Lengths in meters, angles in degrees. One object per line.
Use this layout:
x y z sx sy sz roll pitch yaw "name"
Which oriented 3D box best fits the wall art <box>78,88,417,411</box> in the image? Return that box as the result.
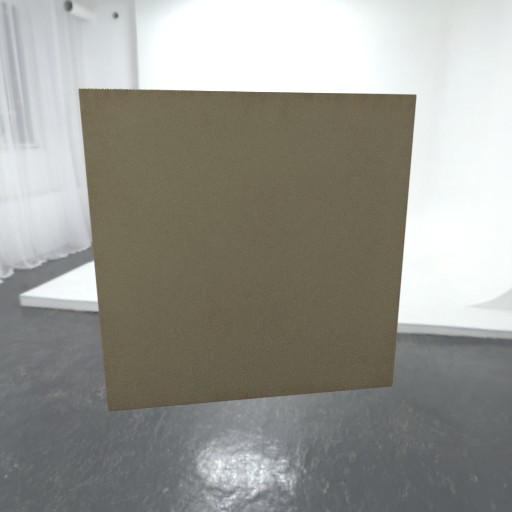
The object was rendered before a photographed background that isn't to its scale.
0.000 0.000 0.727 0.503 0.506 0.030 -2 14 -9 "wall art"
